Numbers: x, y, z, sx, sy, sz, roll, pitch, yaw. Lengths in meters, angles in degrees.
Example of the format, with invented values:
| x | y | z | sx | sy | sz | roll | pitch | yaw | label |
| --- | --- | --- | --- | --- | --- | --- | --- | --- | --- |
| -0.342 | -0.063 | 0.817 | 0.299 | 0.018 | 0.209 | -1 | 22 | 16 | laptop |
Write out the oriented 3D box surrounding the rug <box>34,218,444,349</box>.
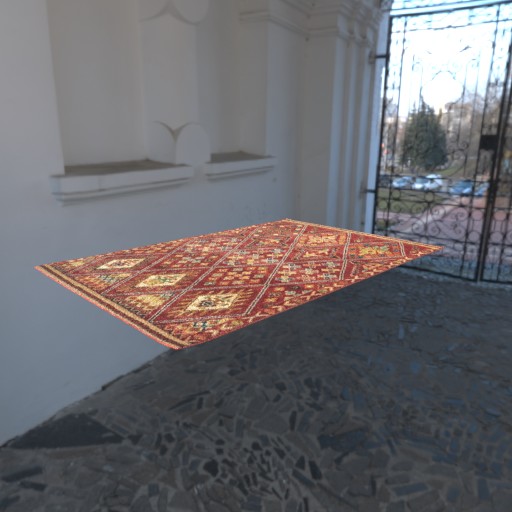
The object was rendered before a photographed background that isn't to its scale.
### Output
| x | y | z | sx | sy | sz | roll | pitch | yaw | label |
| --- | --- | --- | --- | --- | --- | --- | --- | --- | --- |
| 0.000 | 0.000 | 2.922 | 2.286 | 0.026 | 1.521 | -14 | 21 | -42 | rug |
